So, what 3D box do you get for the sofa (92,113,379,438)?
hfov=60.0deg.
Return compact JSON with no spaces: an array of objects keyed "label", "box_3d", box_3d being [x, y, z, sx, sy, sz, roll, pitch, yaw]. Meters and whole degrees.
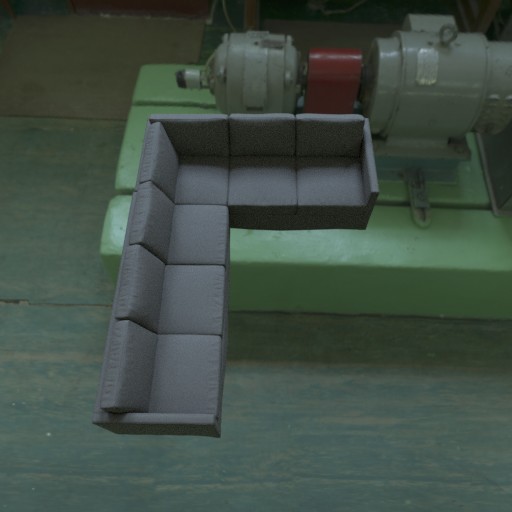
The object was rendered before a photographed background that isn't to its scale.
[{"label":"sofa","box_3d":[0.000,0.000,4.279,2.432,0.871,3.182,1,61,0]}]
